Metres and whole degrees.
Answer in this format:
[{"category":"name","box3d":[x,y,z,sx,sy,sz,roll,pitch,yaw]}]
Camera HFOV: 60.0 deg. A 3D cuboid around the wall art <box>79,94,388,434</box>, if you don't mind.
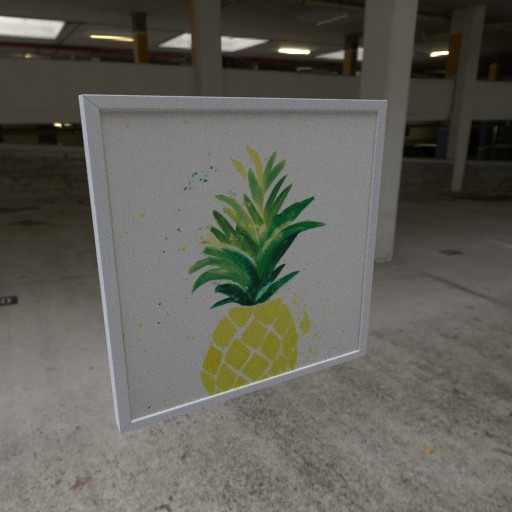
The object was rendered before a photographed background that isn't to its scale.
[{"category":"wall art","box3d":[0.000,0.000,0.757,0.508,0.507,0.035,-9,20,-27]}]
